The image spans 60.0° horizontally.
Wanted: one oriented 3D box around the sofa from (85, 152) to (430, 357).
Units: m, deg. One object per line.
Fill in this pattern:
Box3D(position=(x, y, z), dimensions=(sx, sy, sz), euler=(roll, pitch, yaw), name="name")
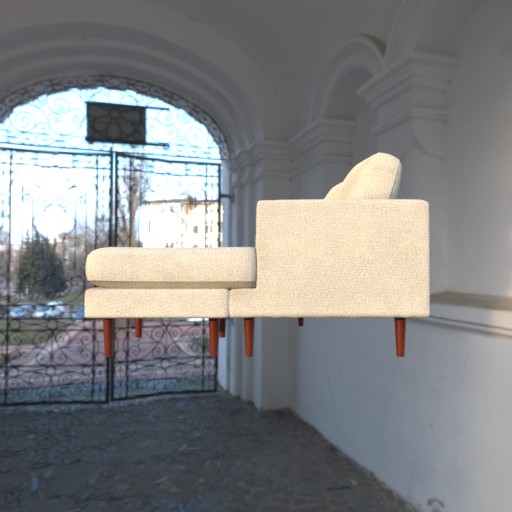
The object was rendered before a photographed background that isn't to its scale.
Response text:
Box3D(position=(0.000, 0.000, 3.023), dimensions=(1.504, 0.956, 2.233), euler=(0, -1, 0), name="sofa")
